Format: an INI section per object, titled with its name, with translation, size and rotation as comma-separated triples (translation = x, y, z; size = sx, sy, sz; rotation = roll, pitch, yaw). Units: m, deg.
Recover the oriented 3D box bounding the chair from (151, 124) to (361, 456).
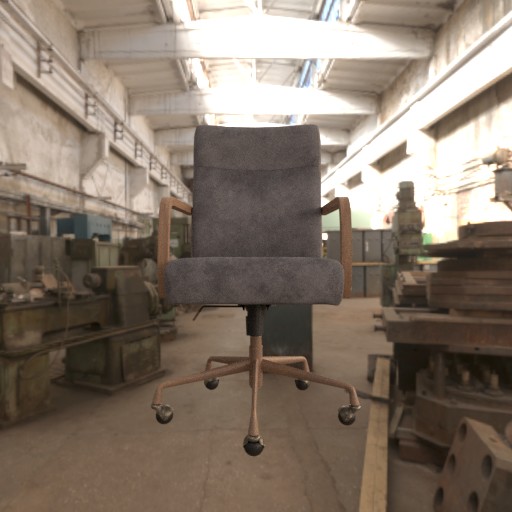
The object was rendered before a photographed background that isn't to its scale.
[chair]
translation = 0.000, 0.000, 1.476
size = 0.640, 1.029, 0.741
rotation = 0, 1, 1
